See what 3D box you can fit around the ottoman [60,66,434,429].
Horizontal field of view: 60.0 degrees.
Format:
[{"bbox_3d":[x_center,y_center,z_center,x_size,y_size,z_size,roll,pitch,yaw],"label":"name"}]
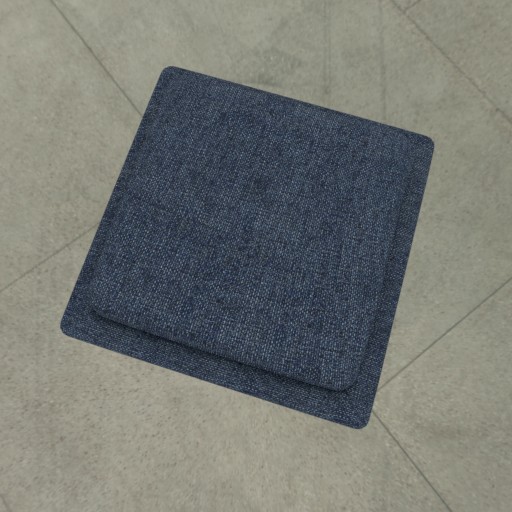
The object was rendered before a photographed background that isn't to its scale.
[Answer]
[{"bbox_3d":[0.000,0.000,0.815,0.450,0.460,0.450,17,78,4],"label":"ottoman"}]
